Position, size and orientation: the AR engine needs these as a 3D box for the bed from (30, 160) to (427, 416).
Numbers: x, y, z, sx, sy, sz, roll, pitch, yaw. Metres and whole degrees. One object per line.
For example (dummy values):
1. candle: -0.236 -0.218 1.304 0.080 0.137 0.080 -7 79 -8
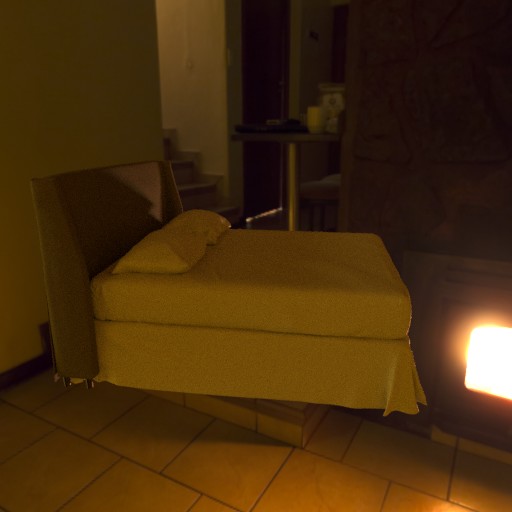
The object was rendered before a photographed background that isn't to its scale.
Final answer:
1. bed: 0.000 0.000 3.356 2.276 1.332 1.925 2 15 9
